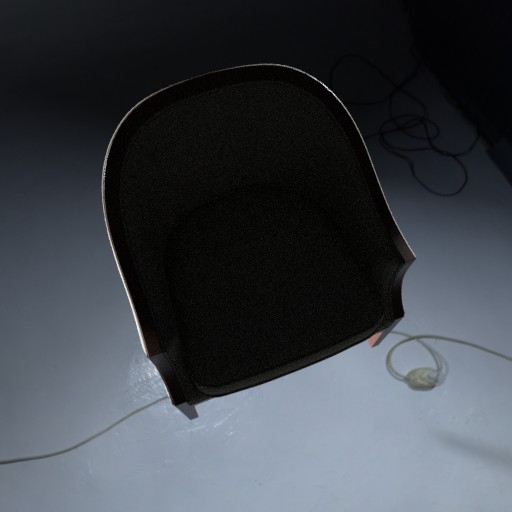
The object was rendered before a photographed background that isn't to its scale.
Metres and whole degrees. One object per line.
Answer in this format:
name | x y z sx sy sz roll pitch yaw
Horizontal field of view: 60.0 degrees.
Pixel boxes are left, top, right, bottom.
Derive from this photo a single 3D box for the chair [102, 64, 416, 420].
chair | 0.000 0.000 1.433 0.803 0.876 0.735 -19 65 -9
